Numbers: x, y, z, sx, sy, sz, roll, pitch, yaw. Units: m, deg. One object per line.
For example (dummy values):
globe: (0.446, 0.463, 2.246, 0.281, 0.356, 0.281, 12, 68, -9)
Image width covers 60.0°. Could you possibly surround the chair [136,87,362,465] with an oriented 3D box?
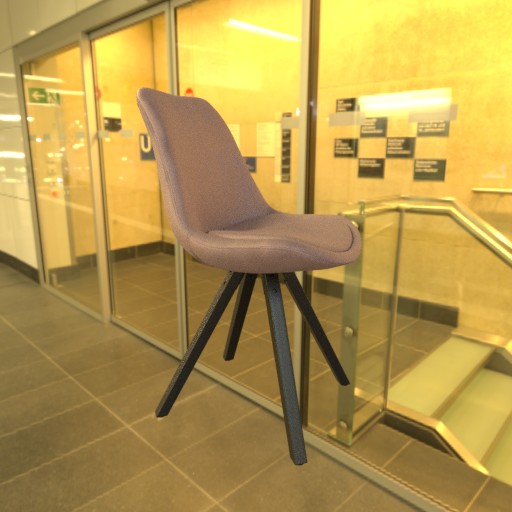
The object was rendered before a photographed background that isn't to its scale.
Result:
chair: (0.000, 0.000, 1.205, 0.547, 0.865, 0.483, 6, 15, 25)
